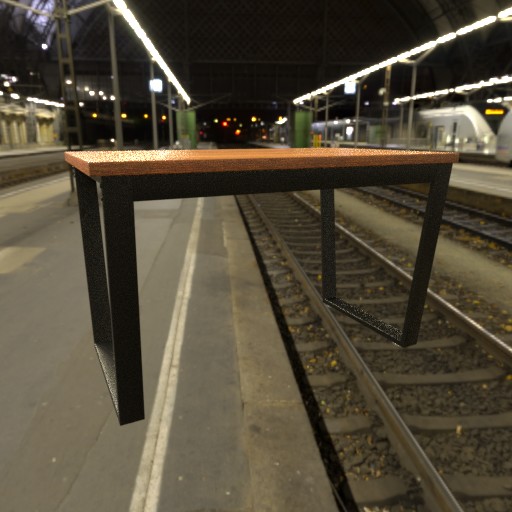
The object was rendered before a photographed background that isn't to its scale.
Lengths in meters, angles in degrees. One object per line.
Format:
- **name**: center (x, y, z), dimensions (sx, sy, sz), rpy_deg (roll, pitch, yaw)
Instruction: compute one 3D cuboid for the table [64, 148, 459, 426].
- **table**: center (0.000, 0.000, 1.668), dimensions (1.205, 0.760, 0.714), rpy_deg (-8, 17, -26)
